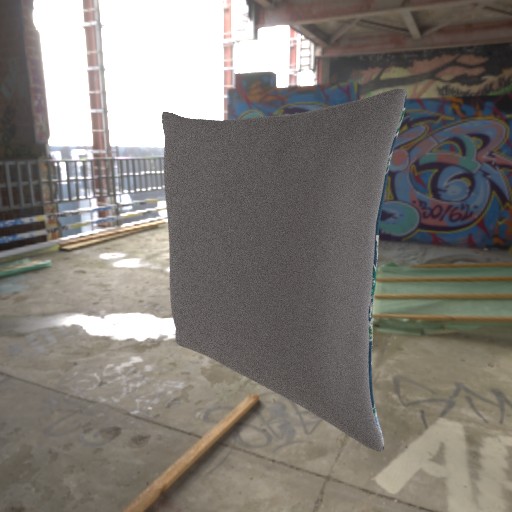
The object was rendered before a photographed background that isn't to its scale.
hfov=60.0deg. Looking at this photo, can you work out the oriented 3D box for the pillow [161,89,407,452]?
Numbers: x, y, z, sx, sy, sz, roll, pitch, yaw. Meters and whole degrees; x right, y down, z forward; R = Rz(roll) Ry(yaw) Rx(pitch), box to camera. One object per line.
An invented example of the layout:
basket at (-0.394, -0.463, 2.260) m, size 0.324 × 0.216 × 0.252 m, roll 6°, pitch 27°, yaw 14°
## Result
pillow at (0.000, 0.000, 0.772) m, size 0.166 × 0.508 × 0.525 m, roll -13°, pitch 19°, yaw -43°
